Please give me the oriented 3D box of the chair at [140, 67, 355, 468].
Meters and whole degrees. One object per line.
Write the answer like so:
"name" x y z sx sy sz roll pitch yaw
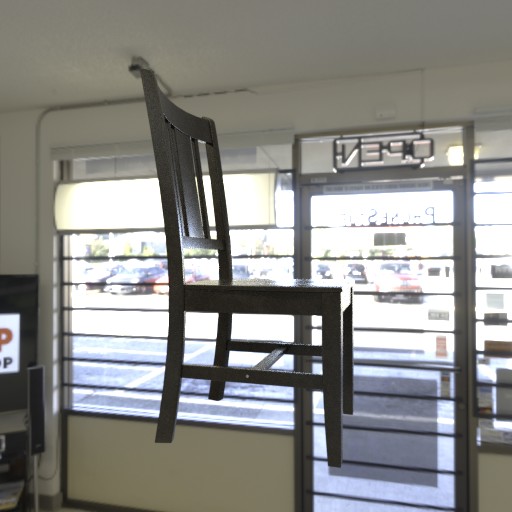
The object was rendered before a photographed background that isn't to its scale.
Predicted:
"chair" 0.000 0.000 1.314 0.555 0.998 0.450 0 0 17
